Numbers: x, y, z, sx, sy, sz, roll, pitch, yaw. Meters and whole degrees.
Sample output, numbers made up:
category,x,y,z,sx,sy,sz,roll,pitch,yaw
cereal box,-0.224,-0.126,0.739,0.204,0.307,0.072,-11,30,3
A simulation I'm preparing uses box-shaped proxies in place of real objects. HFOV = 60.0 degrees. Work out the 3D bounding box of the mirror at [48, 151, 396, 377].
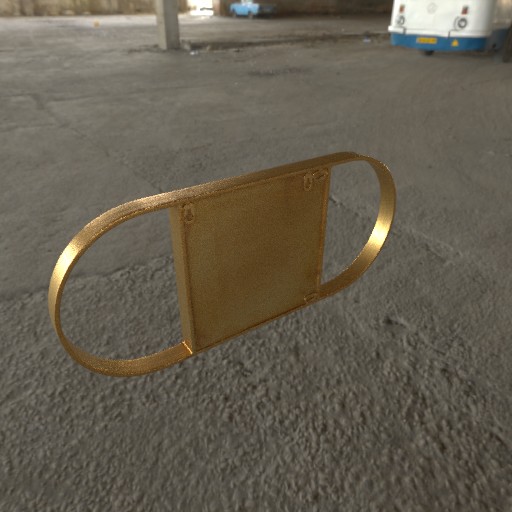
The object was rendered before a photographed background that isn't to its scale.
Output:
category,x,y,z,sx,sy,sz,roll,pitch,yaw
mirror,0.000,0.000,0.671,0.584,0.254,0.032,-19,36,-29
